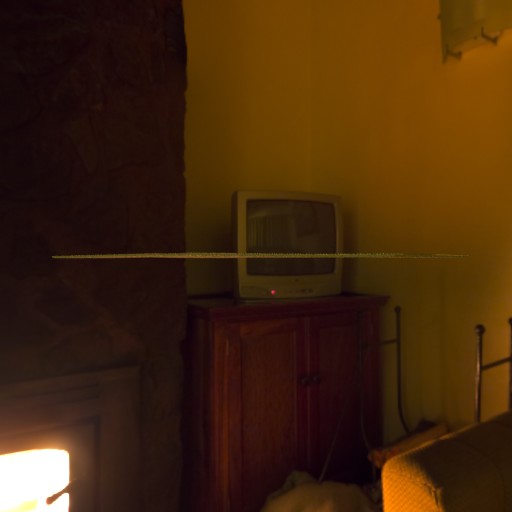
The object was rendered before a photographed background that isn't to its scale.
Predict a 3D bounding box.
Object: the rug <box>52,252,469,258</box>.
[{"bbox_3d":[0.000,0.000,2.233,1.777,0.021,1.145,0,0,35],"label":"rug"}]
